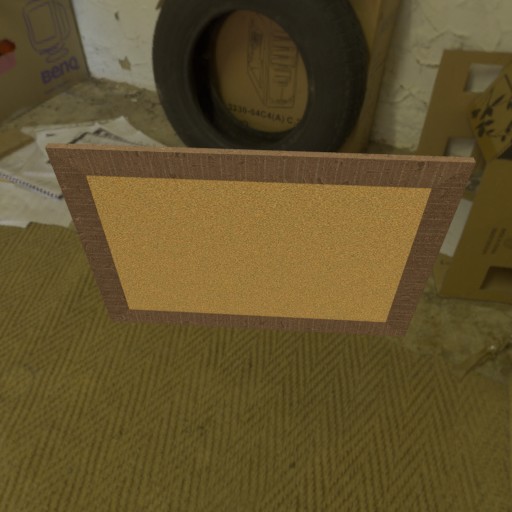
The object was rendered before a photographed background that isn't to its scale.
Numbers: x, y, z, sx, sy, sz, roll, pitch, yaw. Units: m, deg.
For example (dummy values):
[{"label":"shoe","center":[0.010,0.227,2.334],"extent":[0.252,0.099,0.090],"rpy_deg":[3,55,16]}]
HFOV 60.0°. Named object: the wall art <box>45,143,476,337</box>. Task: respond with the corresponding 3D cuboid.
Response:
[{"label":"wall art","center":[0.000,0.000,1.169],"extent":[0.917,0.626,0.019],"rpy_deg":[3,45,3]}]
